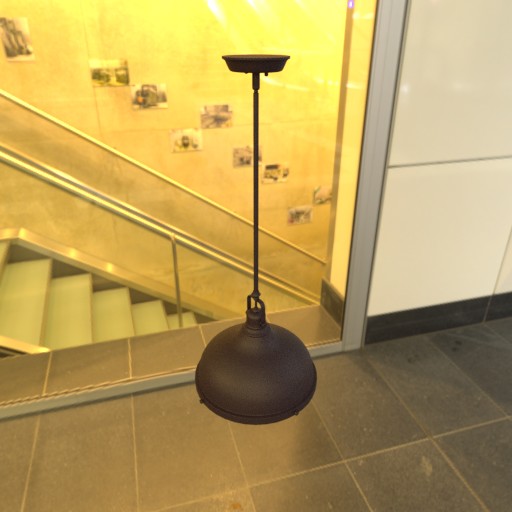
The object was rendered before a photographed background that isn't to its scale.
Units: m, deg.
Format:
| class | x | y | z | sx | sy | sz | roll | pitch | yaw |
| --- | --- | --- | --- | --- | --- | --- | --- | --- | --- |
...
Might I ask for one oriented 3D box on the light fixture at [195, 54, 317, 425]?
| class | x | y | z | sx | sy | sz | roll | pitch | yaw |
| --- | --- | --- | --- | --- | --- | --- | --- | --- | --- |
| light fixture | 0.000 | 0.000 | 1.031 | 0.341 | 0.849 | 0.341 | -18 | 32 | -31 |
